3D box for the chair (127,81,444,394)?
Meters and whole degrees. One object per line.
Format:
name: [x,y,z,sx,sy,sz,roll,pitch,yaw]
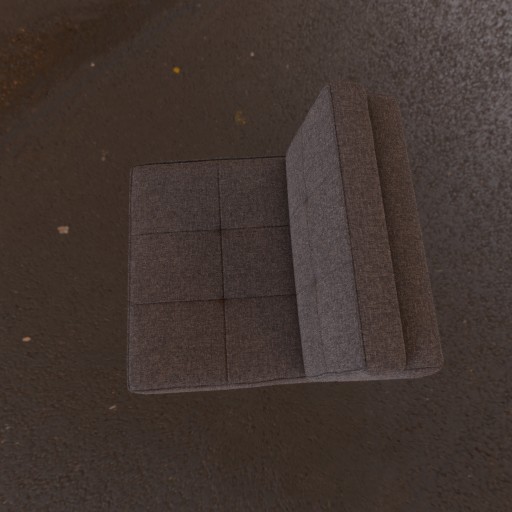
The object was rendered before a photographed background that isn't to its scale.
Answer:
chair: [0.000,0.000,1.297,0.800,0.615,0.740,-3,74,-1]
